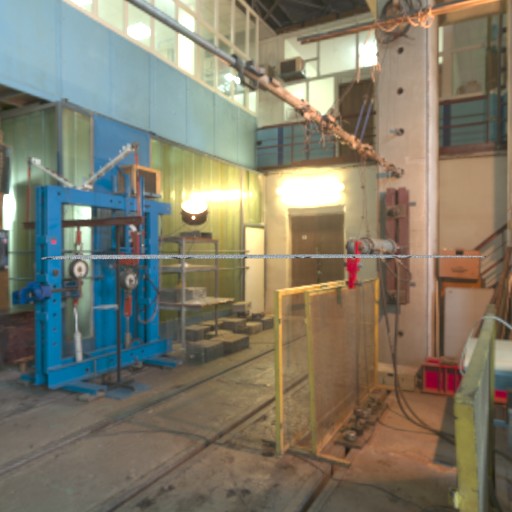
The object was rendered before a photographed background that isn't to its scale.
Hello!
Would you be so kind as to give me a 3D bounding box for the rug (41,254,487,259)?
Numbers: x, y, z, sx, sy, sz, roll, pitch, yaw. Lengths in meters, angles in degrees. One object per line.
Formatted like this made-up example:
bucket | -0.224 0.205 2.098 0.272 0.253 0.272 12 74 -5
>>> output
rug | 0.000 0.000 3.049 2.465 0.008 1.526 0 1 -17
